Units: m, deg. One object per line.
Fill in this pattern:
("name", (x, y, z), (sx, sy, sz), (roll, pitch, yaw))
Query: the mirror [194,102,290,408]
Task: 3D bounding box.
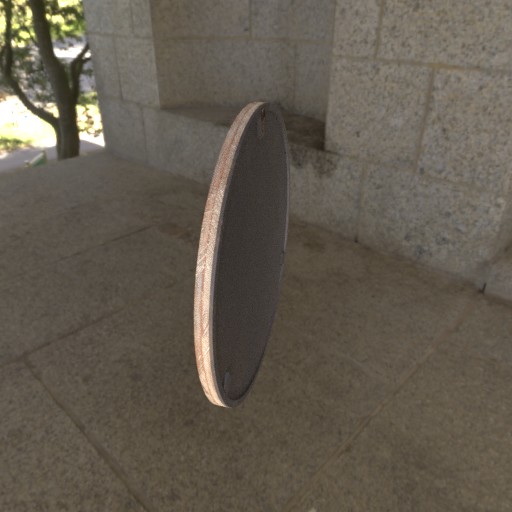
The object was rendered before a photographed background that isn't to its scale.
("mirror", (0.000, 0.000, 1.084), (0.038, 0.710, 0.710), (7, 30, 13))
